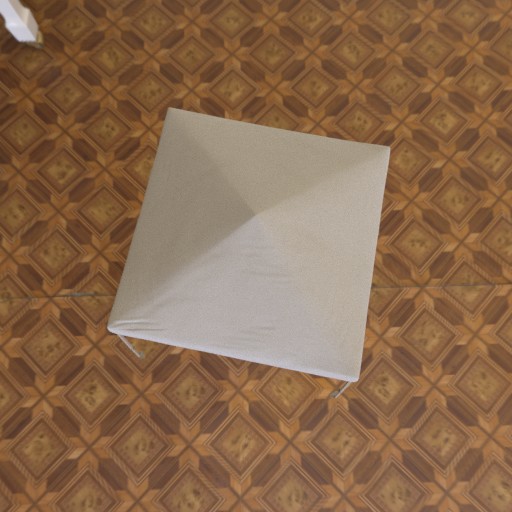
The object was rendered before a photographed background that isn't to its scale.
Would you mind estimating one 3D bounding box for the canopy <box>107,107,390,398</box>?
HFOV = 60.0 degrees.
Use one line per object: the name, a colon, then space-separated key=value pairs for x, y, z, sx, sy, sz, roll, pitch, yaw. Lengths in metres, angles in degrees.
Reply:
canopy: x=0.000 y=0.000 z=6.556 sx=3.600 sy=3.600 sz=3.599 roll=11 pitch=76 yaw=3
